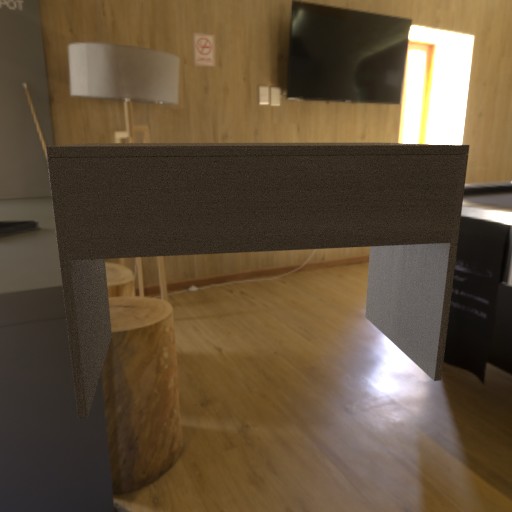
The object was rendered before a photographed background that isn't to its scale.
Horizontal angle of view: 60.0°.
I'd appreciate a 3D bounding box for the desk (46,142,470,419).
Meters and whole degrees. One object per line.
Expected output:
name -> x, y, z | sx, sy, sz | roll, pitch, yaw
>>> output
desk -> 0.000, 0.000, 1.489 | 1.099, 0.729, 0.557 | -3, 15, -10
